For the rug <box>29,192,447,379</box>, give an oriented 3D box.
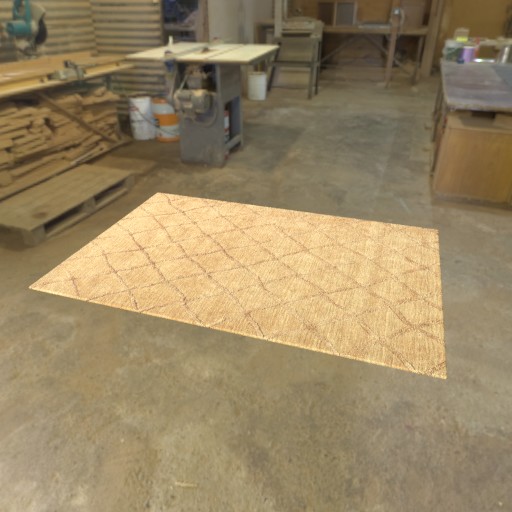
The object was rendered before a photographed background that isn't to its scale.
[{"bbox_3d":[0.000,0.000,2.909,2.292,0.014,1.528,9,32,16],"label":"rug"}]
